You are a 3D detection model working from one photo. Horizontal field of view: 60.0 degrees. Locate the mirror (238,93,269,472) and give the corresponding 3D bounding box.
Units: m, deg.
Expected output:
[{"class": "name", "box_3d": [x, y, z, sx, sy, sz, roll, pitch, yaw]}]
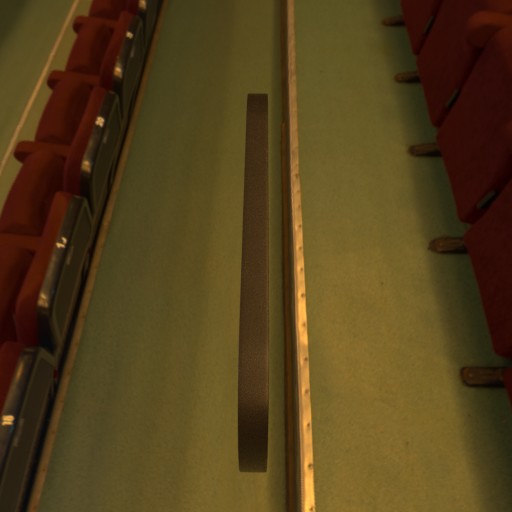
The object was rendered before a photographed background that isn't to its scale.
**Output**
[{"class": "mirror", "box_3d": [0.000, 0.000, 0.663, 0.032, 0.254, 0.584, 1, 58, 0]}]
